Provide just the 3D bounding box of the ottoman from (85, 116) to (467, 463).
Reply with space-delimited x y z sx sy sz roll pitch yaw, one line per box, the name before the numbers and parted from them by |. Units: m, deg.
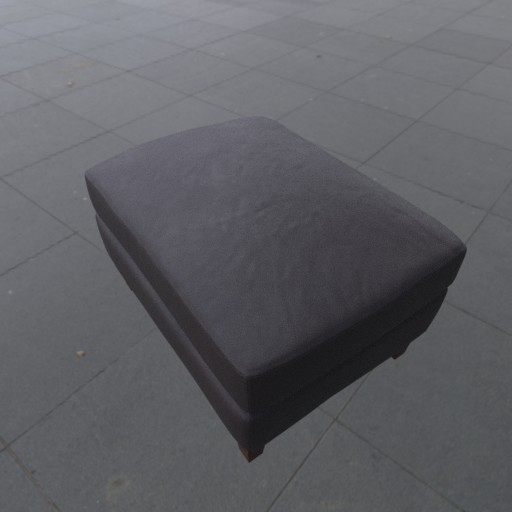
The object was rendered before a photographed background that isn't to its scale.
ottoman | 0.000 0.000 1.272 0.659 0.529 0.887 -25 48 -25
